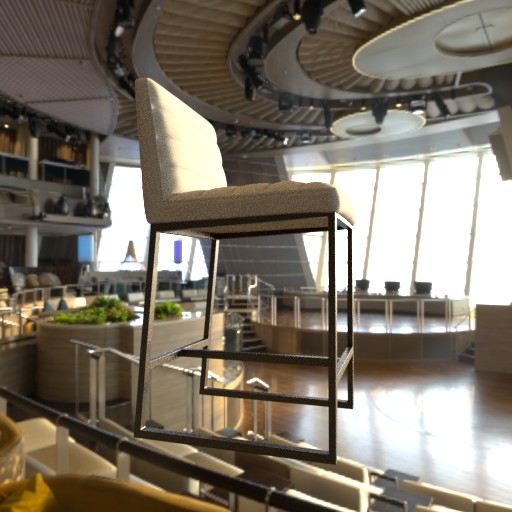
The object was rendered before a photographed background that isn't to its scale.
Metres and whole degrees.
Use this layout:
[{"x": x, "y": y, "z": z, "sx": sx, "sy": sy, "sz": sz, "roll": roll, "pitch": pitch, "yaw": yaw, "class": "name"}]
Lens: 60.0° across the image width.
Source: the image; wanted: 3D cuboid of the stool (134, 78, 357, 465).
[{"x": 0.000, "y": 0.000, "z": 1.312, "sx": 0.567, "sy": 0.971, "sz": 0.459, "roll": 0, "pitch": -1, "yaw": 18, "class": "stool"}]
